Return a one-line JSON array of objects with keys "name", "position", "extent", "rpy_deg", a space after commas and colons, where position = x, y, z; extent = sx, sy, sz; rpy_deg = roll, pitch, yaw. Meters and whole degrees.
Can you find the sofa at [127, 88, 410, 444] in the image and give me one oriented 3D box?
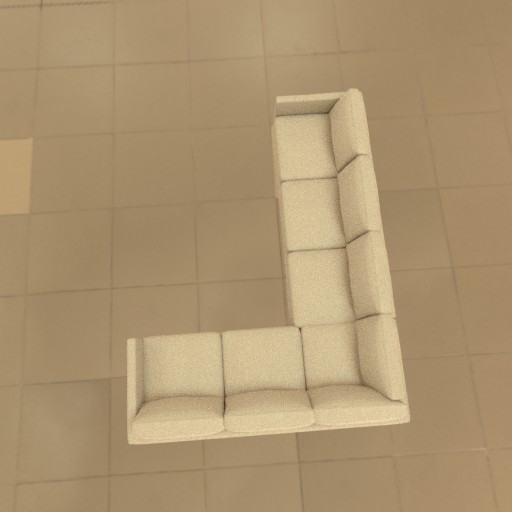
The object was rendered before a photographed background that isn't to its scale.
[{"name": "sofa", "position": [0.000, 0.000, 4.472], "extent": [2.522, 0.934, 3.333], "rpy_deg": [-4, 76, -1]}]
